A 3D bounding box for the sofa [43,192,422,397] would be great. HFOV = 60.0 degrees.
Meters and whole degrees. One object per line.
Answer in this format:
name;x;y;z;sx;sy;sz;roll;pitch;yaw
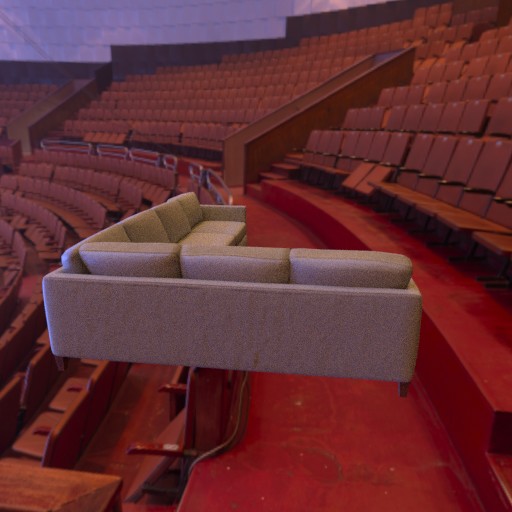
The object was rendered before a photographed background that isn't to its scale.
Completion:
sofa;0.000;0.000;4.507;2.592;0.947;3.301;2;16;8
